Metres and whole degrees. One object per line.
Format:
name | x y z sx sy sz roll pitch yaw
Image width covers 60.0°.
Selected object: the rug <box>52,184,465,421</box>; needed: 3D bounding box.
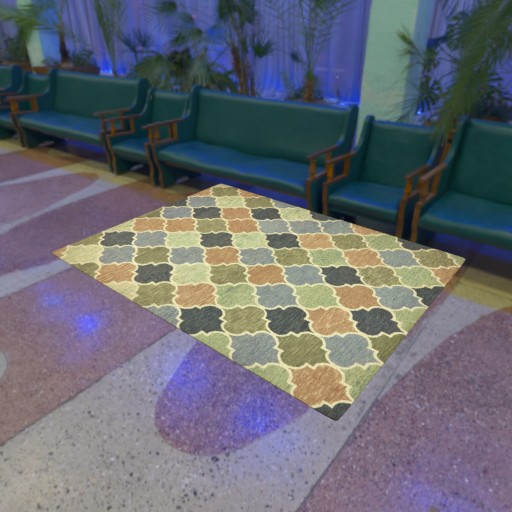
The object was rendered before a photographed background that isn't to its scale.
rug | 0.000 0.000 4.291 3.200 0.013 2.439 22 37 33
